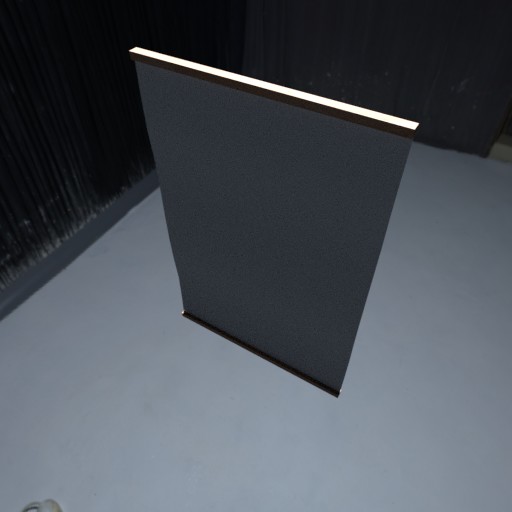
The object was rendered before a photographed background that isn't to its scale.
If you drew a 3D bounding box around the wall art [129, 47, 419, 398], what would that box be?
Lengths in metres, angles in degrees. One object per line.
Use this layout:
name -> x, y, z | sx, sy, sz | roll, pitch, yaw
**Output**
wall art -> 0.000, 0.000, 0.634 | 0.332, 0.508, 0.012 | 24, 51, 21
